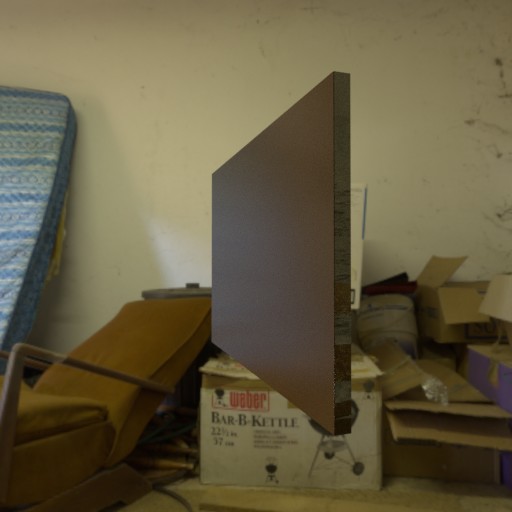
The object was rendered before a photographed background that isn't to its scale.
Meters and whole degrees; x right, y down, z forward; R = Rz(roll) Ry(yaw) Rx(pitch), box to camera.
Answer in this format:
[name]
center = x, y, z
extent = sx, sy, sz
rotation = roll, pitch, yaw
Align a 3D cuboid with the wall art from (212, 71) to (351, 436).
[wall art]
center = 0.000, 0.000, 1.473
extent = 0.041, 0.762, 1.145
rotation = 0, -1, -18
